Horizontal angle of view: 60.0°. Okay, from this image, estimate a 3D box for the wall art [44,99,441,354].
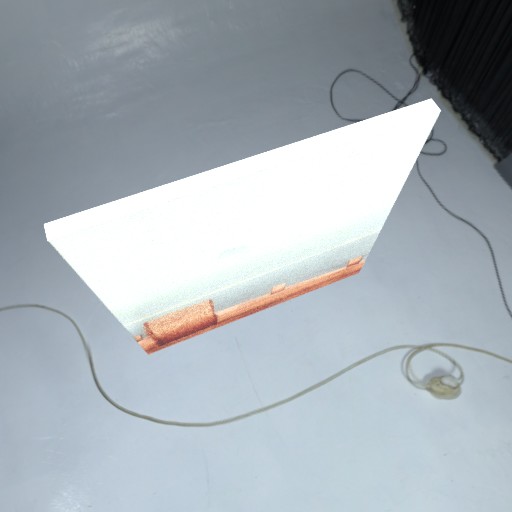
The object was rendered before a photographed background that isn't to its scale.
[{"bbox_3d":[0.000,0.000,1.145,0.760,0.760,0.042,-20,65,-10],"label":"wall art"}]
